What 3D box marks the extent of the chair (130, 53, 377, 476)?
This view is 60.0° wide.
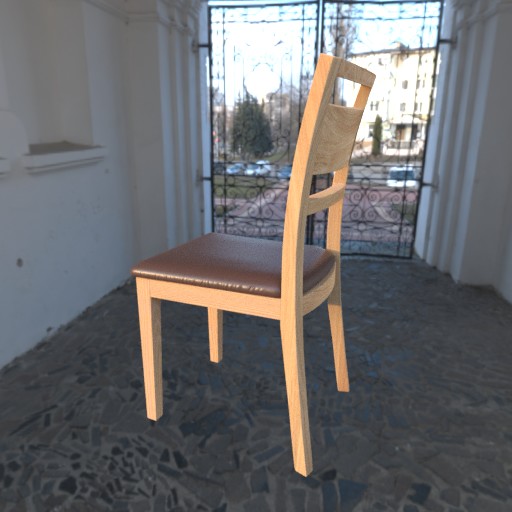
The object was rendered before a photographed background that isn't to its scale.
[{"bbox_3d":[0.000,0.000,1.208,0.545,0.940,0.420,8,18,24],"label":"chair"}]
